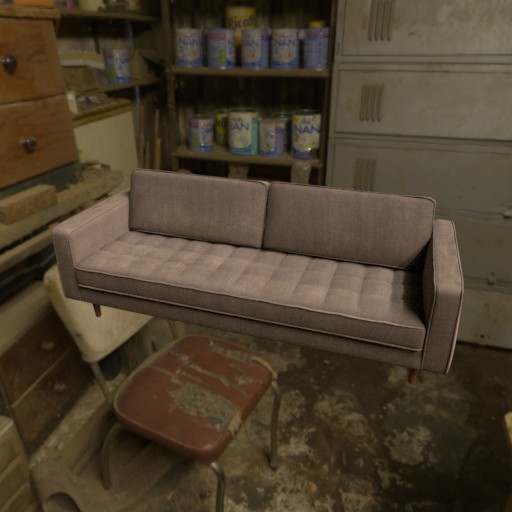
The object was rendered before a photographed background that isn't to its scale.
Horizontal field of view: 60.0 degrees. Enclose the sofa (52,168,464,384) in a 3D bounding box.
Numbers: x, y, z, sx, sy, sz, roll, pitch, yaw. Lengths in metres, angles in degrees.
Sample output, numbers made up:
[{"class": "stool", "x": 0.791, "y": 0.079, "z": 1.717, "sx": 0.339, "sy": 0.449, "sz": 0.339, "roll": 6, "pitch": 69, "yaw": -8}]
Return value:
[{"class": "sofa", "x": 0.000, "y": 0.000, "z": 2.715, "sx": 2.295, "sy": 0.813, "sz": 0.923, "roll": 8, "pitch": 27, "yaw": 17}]
